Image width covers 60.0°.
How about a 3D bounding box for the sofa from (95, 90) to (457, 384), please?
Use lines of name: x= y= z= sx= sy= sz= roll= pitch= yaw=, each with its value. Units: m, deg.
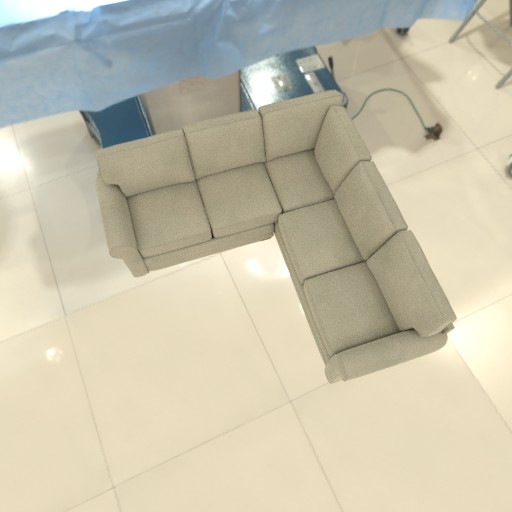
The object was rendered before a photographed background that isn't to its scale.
sofa: x=0.000 y=0.000 z=3.996 sx=2.487 sy=1.053 sz=2.562 roll=-16 pitch=65 yaw=-8
